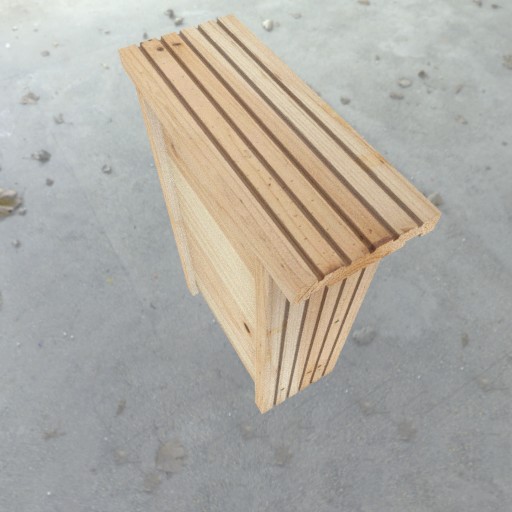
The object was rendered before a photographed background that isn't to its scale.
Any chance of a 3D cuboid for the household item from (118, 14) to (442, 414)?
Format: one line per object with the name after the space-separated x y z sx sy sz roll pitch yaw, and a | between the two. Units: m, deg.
0.000 0.000 0.531 0.123 0.407 0.301 -26 61 -16 | household item
